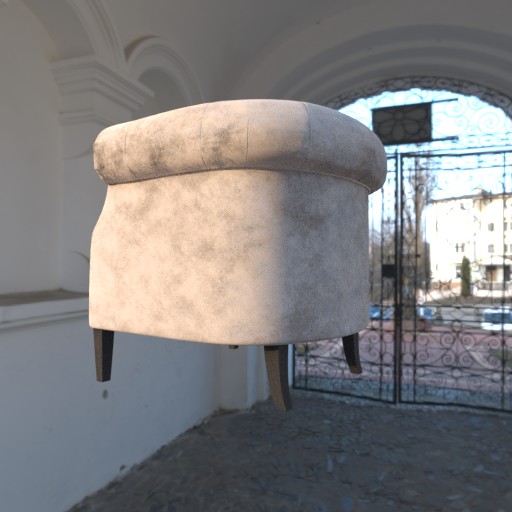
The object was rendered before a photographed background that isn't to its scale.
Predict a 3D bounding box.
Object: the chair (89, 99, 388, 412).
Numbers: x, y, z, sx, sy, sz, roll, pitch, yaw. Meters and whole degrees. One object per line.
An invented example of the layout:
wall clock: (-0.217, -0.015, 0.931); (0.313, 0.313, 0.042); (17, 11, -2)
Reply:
chair: (0.000, 0.000, 1.535); (0.851, 0.826, 0.904); (-1, -1, 36)
